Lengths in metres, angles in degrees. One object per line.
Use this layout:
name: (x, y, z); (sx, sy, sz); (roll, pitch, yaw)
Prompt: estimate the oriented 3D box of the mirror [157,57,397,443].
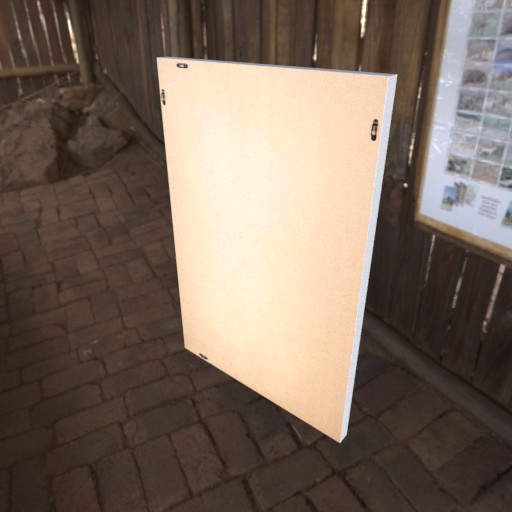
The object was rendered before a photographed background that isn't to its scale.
mirror: (0.000, 0.000, 1.149); (0.609, 0.914, 0.041); (21, 35, 34)
